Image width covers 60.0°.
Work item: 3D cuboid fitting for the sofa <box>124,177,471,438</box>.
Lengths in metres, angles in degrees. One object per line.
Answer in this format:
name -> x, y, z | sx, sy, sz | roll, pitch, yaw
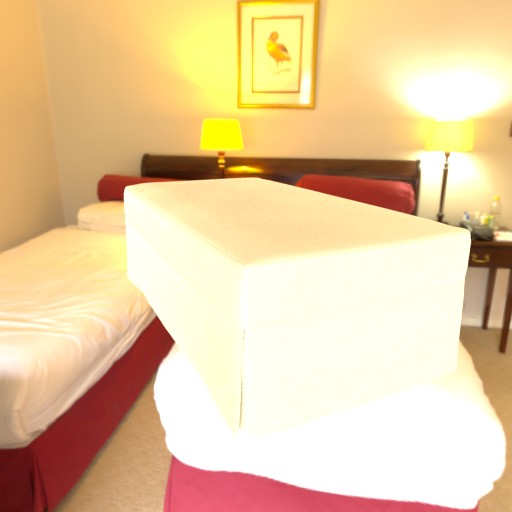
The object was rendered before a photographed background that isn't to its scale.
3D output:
sofa -> 0.000, 0.000, 2.086 | 0.939, 0.552, 1.677 | -8, 19, -25
